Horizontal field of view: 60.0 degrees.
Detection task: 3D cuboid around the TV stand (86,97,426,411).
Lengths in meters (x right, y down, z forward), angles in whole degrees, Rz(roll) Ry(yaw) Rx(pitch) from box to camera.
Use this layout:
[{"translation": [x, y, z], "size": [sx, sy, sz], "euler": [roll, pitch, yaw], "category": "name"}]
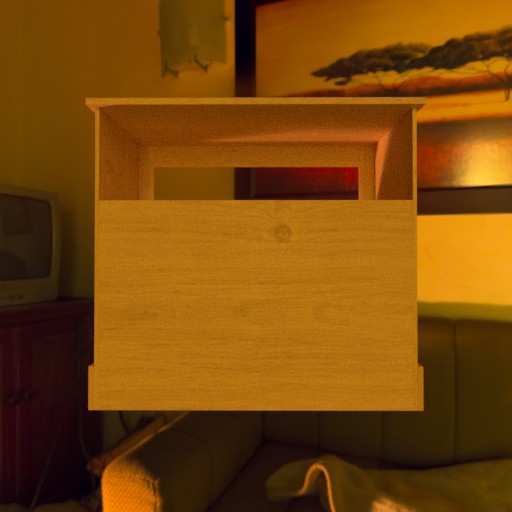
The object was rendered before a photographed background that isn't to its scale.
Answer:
[{"translation": [0.000, 0.000, 1.317], "size": [0.851, 0.787, 0.430], "euler": [0, -1, 0], "category": "TV stand"}]
